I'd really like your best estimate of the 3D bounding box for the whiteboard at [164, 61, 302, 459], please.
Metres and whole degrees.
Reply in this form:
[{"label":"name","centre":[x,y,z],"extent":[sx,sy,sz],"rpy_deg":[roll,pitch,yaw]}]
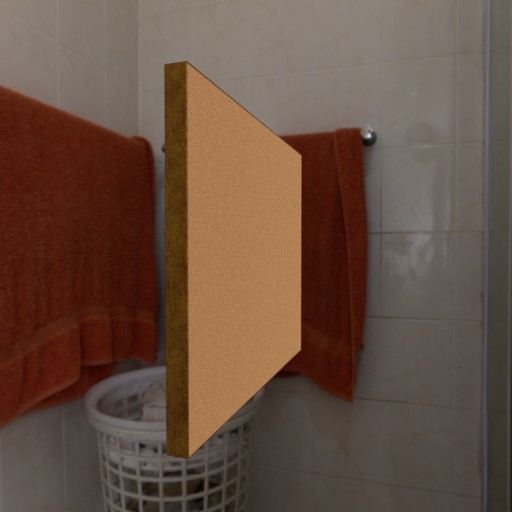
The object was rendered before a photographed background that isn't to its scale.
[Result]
[{"label":"whiteboard","centre":[0.000,0.000,0.778],"extent":[0.029,0.457,0.561],"rpy_deg":[1,2,19]}]
